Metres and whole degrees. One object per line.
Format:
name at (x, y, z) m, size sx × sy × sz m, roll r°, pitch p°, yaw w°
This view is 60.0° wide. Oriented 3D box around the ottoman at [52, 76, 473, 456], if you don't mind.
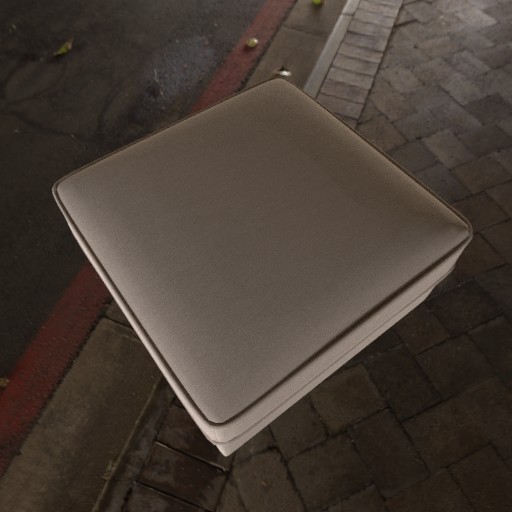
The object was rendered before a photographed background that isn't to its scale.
ottoman at (0.000, 0.000, 1.004) m, size 0.616 × 0.438 × 0.613 m, roll -32°, pitch 63°, yaw -19°
